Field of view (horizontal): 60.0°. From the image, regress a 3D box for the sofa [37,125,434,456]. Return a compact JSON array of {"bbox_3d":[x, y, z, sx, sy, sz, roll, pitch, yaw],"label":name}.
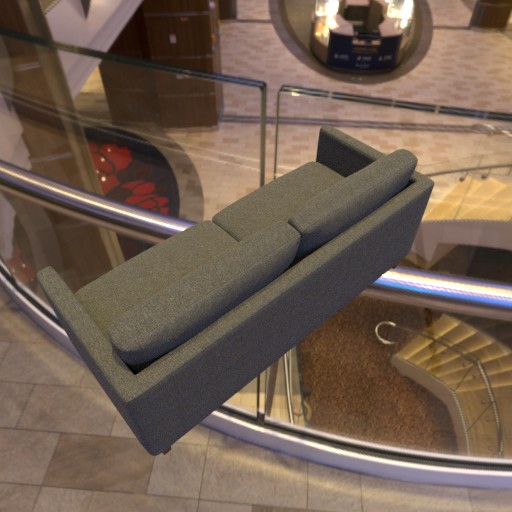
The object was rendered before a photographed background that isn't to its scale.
[{"bbox_3d":[0.000,0.000,2.695,2.208,0.965,0.948,-33,55,-27],"label":"sofa"}]
